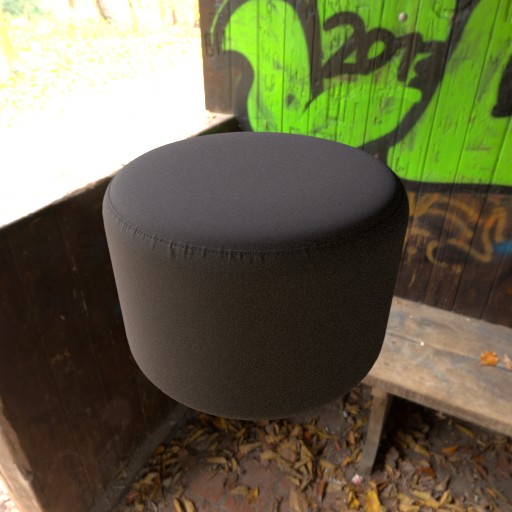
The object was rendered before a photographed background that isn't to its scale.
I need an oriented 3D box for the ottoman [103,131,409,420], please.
[{"bbox_3d":[0.000,0.000,0.993,0.608,0.433,0.608,0,32,0],"label":"ottoman"}]
